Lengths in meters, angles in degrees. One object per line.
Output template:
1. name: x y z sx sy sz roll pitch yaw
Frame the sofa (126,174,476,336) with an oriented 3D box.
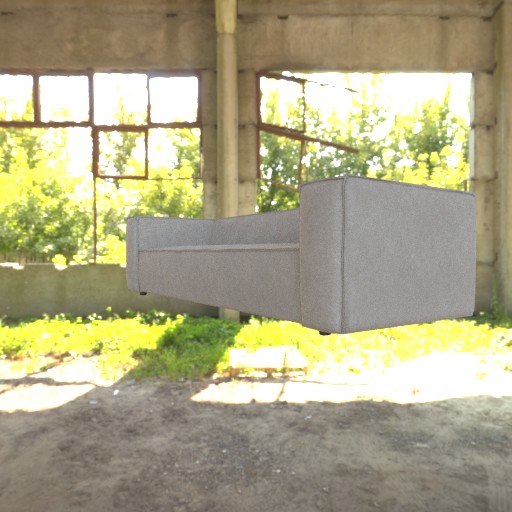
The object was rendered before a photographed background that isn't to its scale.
1. sofa: 0.000 0.000 3.113 1.038 0.680 2.697 0 1 -35
